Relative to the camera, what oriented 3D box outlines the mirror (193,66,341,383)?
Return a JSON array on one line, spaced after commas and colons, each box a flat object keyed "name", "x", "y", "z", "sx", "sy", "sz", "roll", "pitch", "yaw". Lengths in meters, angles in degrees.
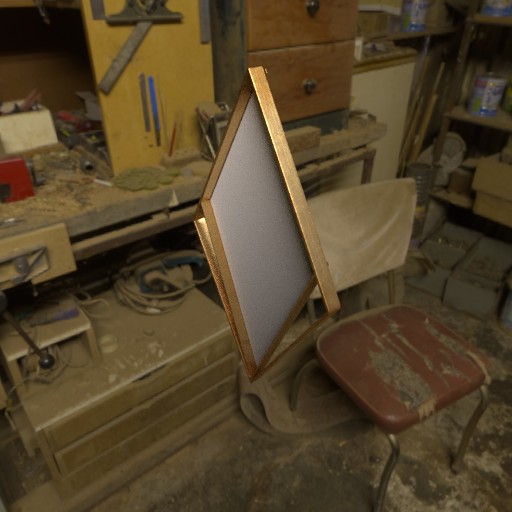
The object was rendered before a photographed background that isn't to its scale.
[{"name": "mirror", "x": 0.000, "y": 0.000, "z": 0.855, "sx": 0.032, "sy": 0.679, "sz": 0.419, "roll": -22, "pitch": 38, "yaw": -32}]
